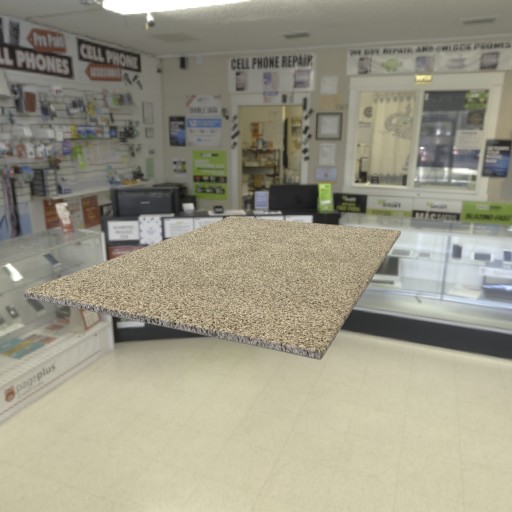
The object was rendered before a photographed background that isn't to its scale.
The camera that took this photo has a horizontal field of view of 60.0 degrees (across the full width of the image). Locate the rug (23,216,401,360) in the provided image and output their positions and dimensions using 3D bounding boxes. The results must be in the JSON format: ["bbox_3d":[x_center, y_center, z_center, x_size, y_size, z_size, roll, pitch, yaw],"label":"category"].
[{"bbox_3d":[0.000,0.000,2.277,1.219,0.030,1.778,7,17,23],"label":"rug"}]
